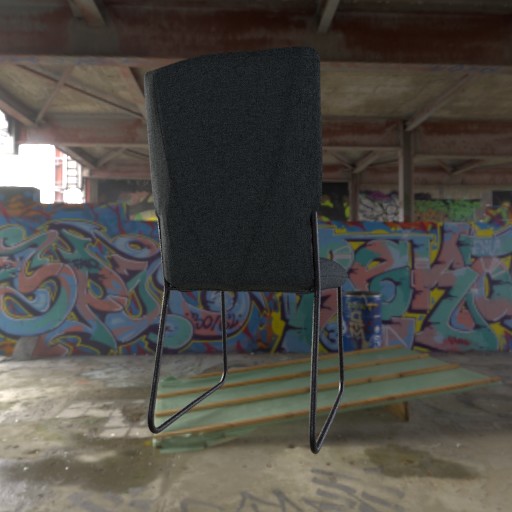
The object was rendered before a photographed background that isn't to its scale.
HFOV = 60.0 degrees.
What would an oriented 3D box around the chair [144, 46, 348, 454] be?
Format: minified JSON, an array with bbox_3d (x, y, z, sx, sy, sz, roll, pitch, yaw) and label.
[{"bbox_3d":[0.000,0.000,1.293,0.480,0.931,0.635,0,-1,17],"label":"chair"}]
